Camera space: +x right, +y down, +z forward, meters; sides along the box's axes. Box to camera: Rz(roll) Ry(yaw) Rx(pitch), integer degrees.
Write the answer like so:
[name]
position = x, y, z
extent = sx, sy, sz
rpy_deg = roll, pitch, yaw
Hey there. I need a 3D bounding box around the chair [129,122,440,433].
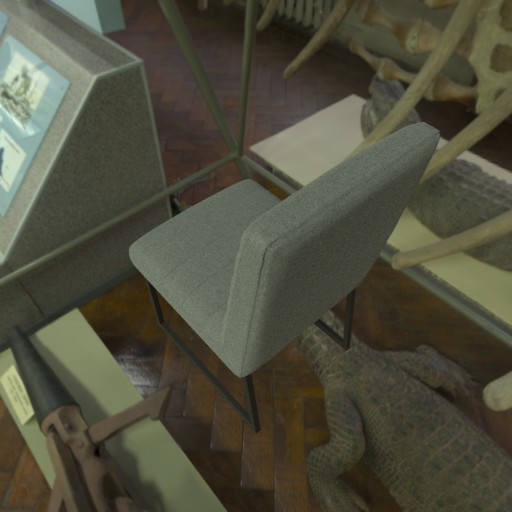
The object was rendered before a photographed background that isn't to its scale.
[chair]
position = 0.000, 0.000, 1.298
extent = 0.520, 0.930, 0.634
rpy_deg = -34, 56, -27
